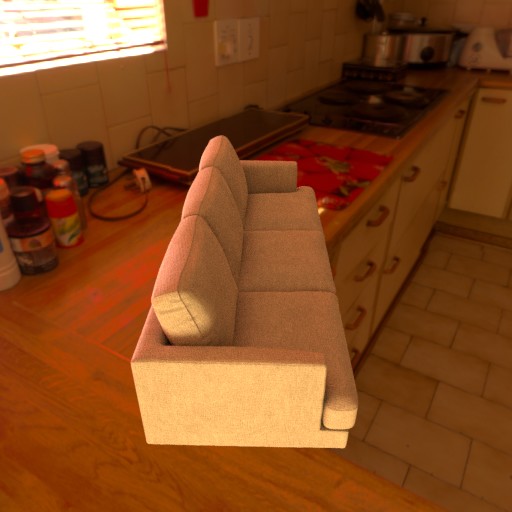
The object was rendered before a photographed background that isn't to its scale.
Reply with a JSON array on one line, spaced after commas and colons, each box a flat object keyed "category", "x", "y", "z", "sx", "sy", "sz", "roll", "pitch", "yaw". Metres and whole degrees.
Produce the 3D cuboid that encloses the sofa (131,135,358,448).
[{"category": "sofa", "x": 0.000, "y": 0.000, "z": 2.715, "sx": 0.903, "sy": 0.930, "sz": 2.246, "roll": 1, "pitch": 32, "yaw": 1}]
